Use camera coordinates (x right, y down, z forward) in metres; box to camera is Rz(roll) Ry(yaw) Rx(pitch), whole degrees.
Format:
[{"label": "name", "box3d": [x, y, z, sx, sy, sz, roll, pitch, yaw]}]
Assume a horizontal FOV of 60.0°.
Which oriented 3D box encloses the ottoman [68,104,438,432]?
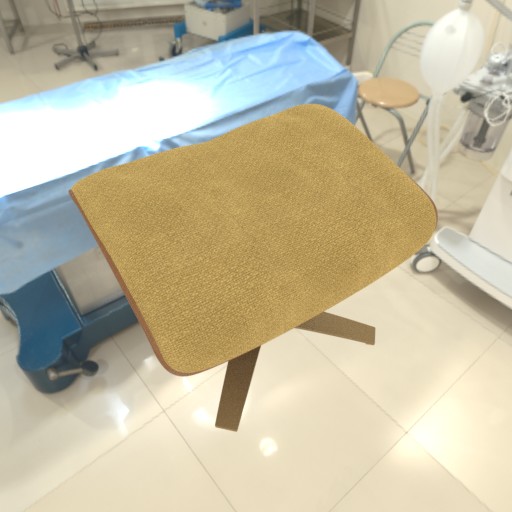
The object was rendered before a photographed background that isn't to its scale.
[{"label": "ottoman", "box3d": [0.000, 0.000, 0.841, 0.520, 0.391, 0.394, -25, 51, -22]}]
